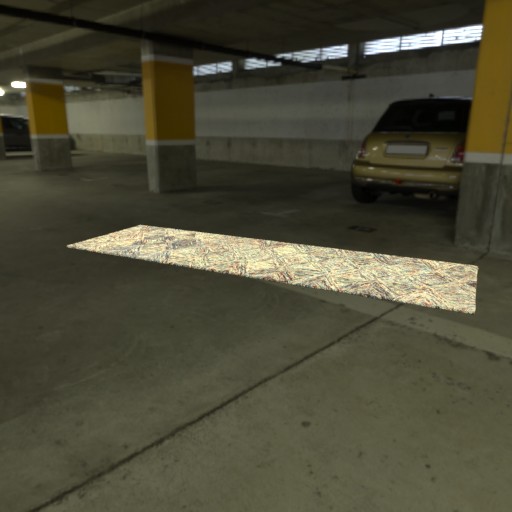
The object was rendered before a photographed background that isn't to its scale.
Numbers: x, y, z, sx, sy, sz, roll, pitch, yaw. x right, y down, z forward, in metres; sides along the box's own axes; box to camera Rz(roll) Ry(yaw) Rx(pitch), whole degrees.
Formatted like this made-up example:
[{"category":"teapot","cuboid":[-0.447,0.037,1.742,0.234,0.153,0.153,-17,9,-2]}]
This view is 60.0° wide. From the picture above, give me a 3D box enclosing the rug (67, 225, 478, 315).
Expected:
[{"category":"rug","cuboid":[0.000,0.000,2.546,2.292,0.015,0.688,8,18,26]}]
